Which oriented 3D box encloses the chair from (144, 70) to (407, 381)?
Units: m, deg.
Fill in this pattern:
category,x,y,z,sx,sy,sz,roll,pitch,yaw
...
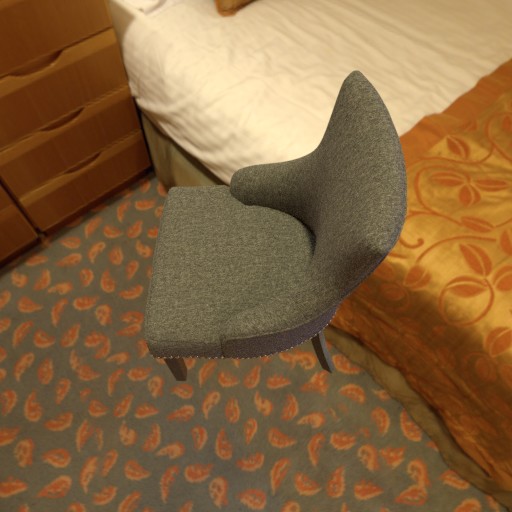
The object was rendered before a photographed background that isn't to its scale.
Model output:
category,x,y,z,sx,sy,sz,roll,pitch,yaw
chair,0.000,0.000,1.311,0.629,0.909,0.566,1,59,1
